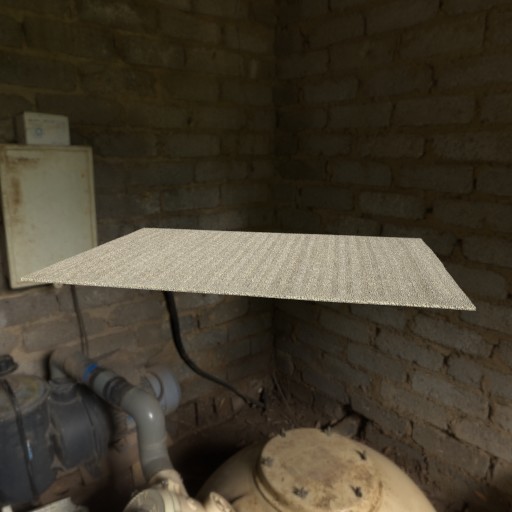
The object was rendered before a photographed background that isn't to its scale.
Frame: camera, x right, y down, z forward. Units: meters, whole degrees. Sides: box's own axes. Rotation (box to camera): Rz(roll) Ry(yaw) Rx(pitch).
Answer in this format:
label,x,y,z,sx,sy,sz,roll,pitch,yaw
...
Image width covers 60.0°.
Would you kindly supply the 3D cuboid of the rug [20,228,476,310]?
label,x,y,z,sx,sy,sz,roll,pitch,yaw
rug,0.000,0.000,2.896,2.297,0.018,1.532,3,14,11
